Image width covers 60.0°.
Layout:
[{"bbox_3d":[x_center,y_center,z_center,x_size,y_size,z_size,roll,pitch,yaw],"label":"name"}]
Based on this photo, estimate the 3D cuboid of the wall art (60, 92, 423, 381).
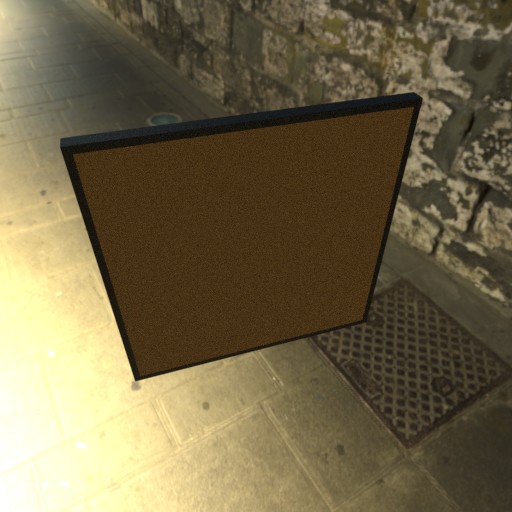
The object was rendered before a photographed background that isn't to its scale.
[{"bbox_3d":[0.000,0.000,1.161,0.763,0.763,0.038,-12,43,-13],"label":"wall art"}]
